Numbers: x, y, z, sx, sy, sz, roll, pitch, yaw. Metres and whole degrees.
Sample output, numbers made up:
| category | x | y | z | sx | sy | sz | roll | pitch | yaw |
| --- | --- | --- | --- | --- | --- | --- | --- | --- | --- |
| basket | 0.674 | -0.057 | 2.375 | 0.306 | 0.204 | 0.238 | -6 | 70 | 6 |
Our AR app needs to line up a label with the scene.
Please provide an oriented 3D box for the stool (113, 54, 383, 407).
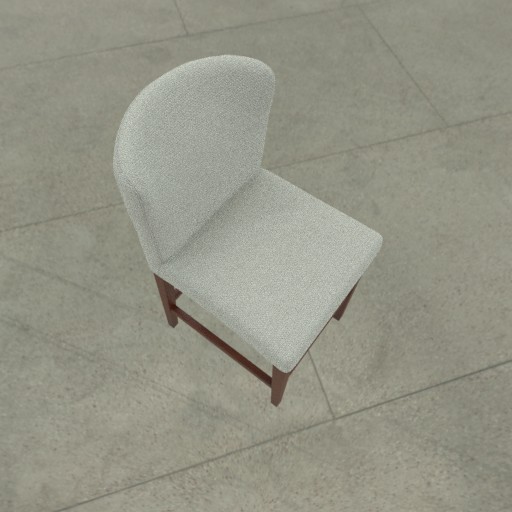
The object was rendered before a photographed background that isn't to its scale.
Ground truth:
| category | x | y | z | sx | sy | sz | roll | pitch | yaw |
| --- | --- | --- | --- | --- | --- | --- | --- | --- | --- |
| stool | 0.000 | 0.000 | 1.303 | 0.568 | 0.969 | 0.481 | 33 | 65 | 18 |
